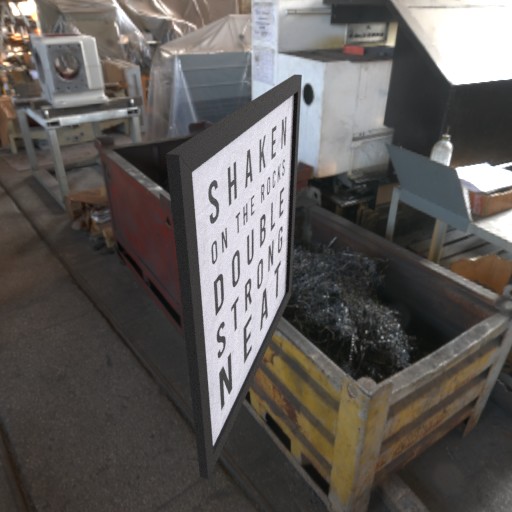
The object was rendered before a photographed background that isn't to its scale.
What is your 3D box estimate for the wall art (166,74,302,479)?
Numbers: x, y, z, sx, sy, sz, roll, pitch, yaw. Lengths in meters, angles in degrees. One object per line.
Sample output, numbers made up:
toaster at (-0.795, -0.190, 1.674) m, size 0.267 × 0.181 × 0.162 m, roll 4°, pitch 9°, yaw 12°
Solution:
wall art at (0.000, 0.000, 0.682) m, size 0.013 × 0.458 × 0.456 m, roll 10°, pitch 32°, yaw 16°
